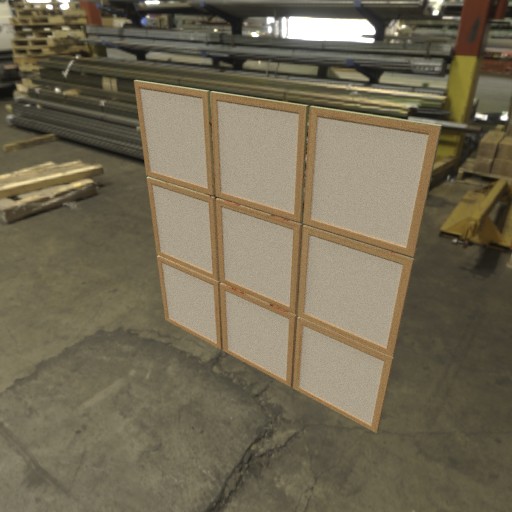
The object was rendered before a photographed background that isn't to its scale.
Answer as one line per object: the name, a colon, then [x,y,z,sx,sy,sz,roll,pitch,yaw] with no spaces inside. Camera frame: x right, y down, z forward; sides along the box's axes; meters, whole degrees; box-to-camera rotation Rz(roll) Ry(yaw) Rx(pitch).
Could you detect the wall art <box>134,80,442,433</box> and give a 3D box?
wall art: [0.000,0.000,1.784,1.214,1.219,0.013,21,36,31]
